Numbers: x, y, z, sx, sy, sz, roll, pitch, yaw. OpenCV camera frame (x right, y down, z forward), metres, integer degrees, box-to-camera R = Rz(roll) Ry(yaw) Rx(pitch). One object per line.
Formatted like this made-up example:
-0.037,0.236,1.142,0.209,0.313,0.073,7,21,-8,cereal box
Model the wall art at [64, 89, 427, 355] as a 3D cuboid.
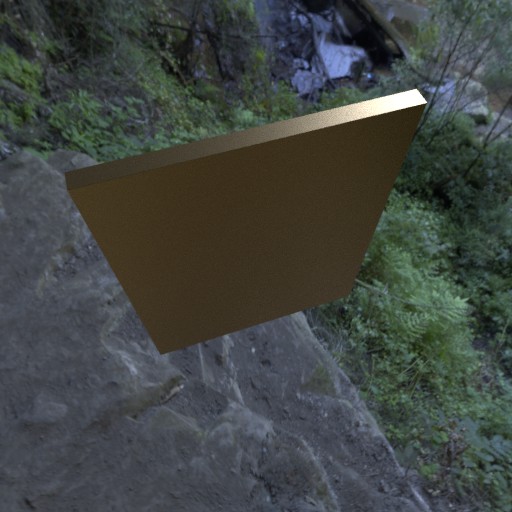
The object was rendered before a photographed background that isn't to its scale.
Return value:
0.000,0.000,1.049,0.610,0.762,0.038,-16,60,-9,wall art
